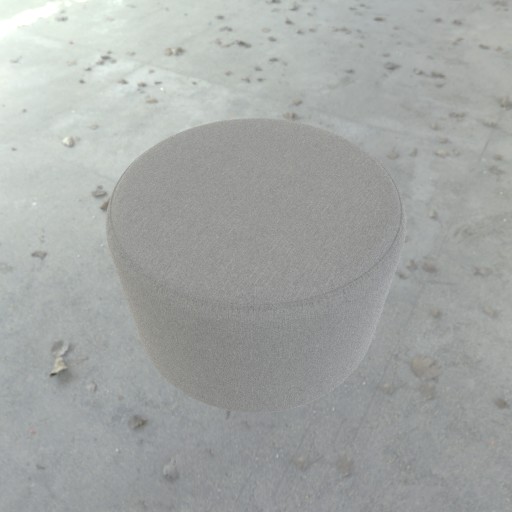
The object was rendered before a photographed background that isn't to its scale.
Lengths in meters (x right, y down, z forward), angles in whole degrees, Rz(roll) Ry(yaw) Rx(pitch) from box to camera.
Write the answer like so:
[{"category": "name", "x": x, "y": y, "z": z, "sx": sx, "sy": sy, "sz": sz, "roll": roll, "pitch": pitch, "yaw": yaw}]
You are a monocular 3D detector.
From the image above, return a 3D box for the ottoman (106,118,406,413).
[{"category": "ottoman", "x": 0.000, "y": 0.000, "z": 1.028, "sx": 0.608, "sy": 0.433, "sz": 0.608, "roll": 0, "pitch": 46, "yaw": 0}]
